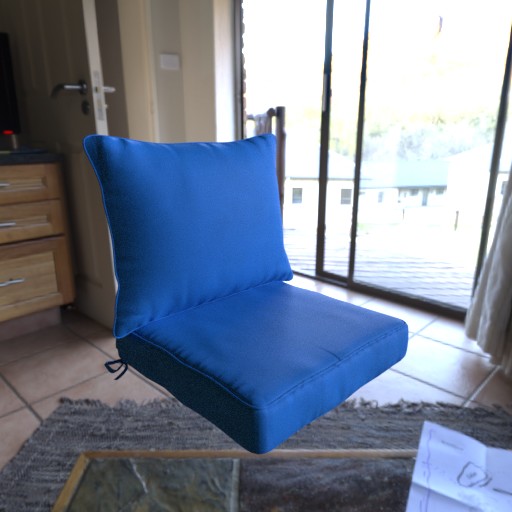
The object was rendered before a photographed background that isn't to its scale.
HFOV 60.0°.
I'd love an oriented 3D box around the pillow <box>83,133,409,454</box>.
[{"bbox_3d":[0.000,0.000,1.362,0.798,0.725,0.733,-15,21,-42],"label":"pillow"}]
